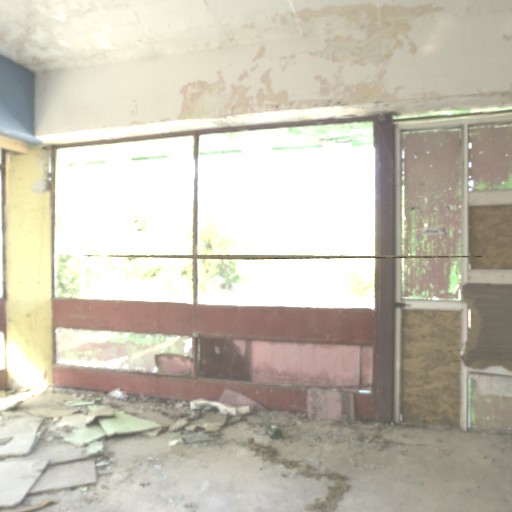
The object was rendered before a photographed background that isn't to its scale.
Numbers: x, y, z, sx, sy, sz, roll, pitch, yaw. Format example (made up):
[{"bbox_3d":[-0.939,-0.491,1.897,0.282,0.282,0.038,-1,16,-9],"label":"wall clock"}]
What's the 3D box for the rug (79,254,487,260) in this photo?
[{"bbox_3d":[0.000,0.000,3.468,1.971,0.010,2.651,0,1,-37],"label":"rug"}]
